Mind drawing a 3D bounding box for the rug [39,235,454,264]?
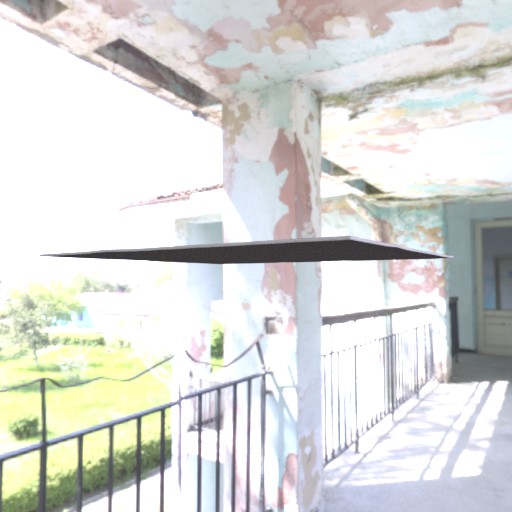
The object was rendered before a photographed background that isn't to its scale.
[{"bbox_3d":[0.000,0.000,0.895,0.639,0.006,0.548,-2,-4,35],"label":"rug"}]
